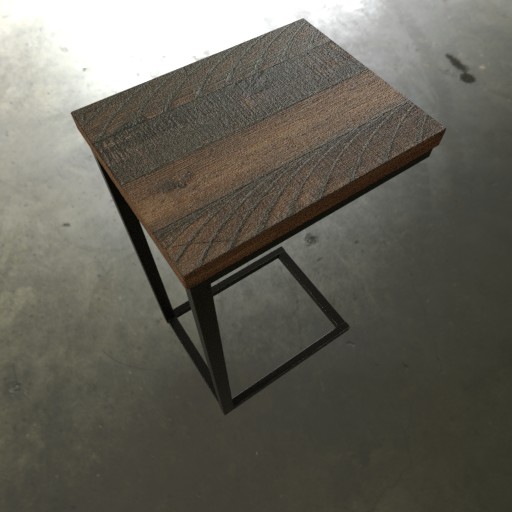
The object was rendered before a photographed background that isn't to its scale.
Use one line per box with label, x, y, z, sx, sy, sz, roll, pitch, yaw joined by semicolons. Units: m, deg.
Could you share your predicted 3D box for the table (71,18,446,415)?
table;0.000;0.000;0.919;0.414;0.718;0.323;-30;63;-17
